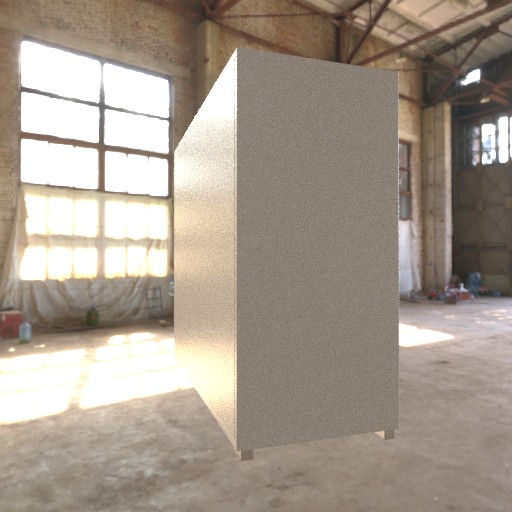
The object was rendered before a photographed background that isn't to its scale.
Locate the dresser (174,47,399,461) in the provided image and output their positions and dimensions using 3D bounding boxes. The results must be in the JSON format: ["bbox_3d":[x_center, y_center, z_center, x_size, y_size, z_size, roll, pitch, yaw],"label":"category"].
[{"bbox_3d":[0.000,0.000,1.658,0.460,1.000,1.100,0,-1,-18],"label":"dresser"}]
